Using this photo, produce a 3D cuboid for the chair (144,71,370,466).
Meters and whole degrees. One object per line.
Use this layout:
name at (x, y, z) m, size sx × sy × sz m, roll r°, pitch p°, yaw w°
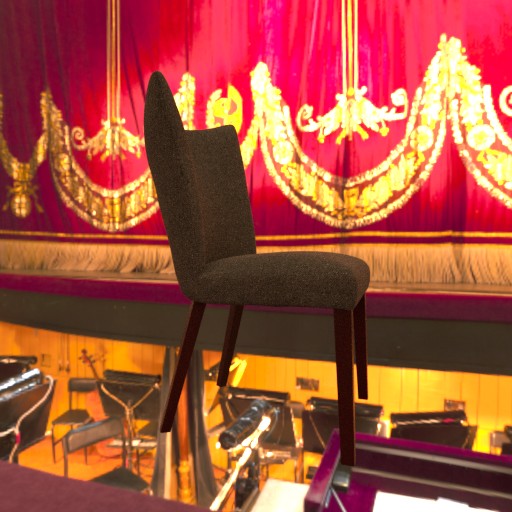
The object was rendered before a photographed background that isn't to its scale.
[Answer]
chair at (0.000, 0.000, 1.294) m, size 0.623 × 0.924 × 0.535 m, roll 1°, pitch 2°, yaw 18°
